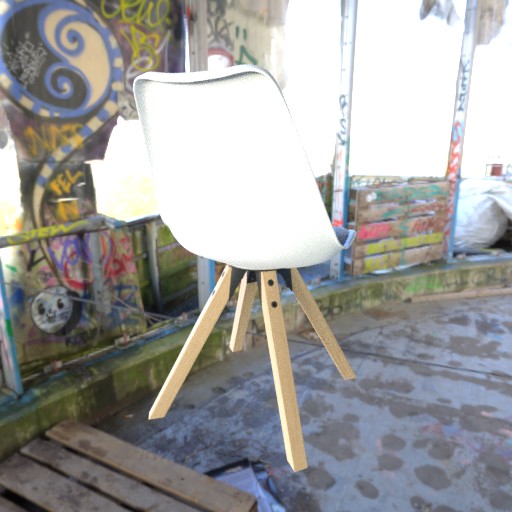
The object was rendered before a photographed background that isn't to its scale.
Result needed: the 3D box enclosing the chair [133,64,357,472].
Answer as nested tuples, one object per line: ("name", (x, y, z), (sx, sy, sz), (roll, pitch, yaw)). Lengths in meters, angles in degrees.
("chair", (0.000, 0.000, 1.155), (0.485, 0.850, 0.550), (8, 17, 26))
